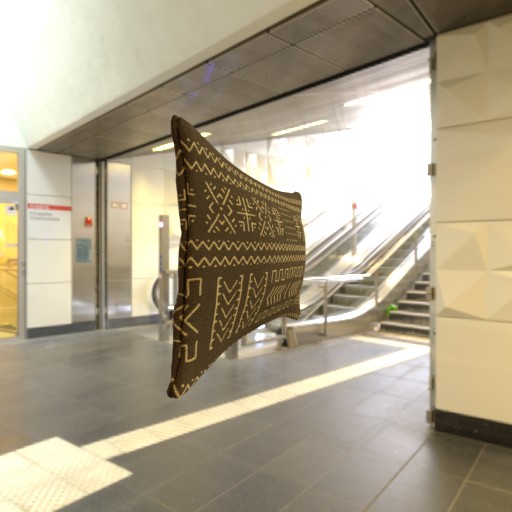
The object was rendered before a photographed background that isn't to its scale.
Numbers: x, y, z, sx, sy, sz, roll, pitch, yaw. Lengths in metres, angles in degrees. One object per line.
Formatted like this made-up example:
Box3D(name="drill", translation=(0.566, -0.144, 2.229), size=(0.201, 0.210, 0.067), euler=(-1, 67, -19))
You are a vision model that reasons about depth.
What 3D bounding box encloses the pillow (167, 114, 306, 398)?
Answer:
Box3D(name="pillow", translation=(0.000, 0.000, 0.809), size=(0.135, 0.322, 0.667), euler=(0, 0, 18))
